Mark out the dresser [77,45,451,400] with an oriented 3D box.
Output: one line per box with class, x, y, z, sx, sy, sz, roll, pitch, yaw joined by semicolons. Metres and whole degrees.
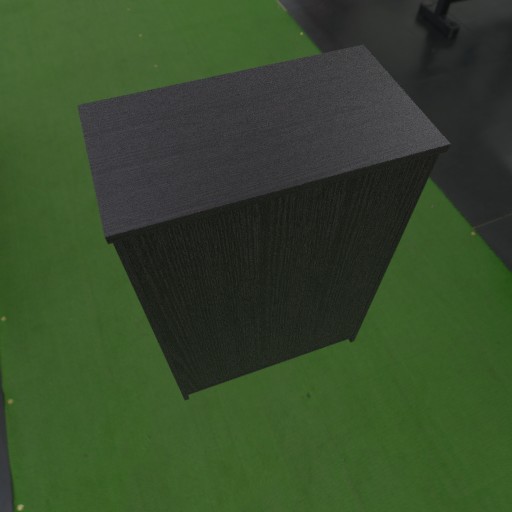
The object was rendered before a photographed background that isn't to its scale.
dresser;0.000;0.000;1.367;0.704;1.020;0.399;-17;57;-11
